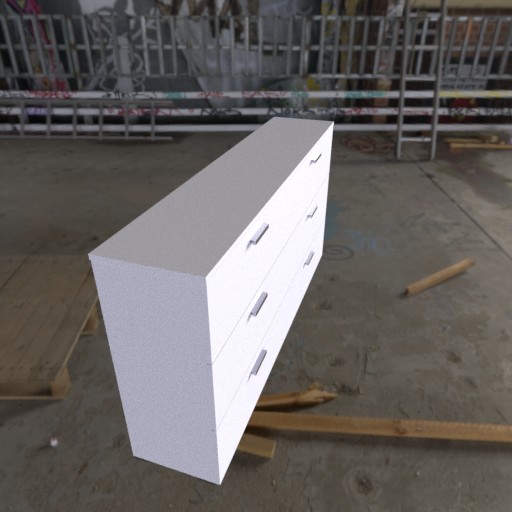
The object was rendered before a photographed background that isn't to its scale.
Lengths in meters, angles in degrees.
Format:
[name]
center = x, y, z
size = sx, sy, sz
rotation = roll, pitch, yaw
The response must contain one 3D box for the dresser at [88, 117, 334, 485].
[dresser]
center = 0.000, 0.000, 1.862
size = 0.333, 0.790, 1.535
rotation = 10, 32, 17
